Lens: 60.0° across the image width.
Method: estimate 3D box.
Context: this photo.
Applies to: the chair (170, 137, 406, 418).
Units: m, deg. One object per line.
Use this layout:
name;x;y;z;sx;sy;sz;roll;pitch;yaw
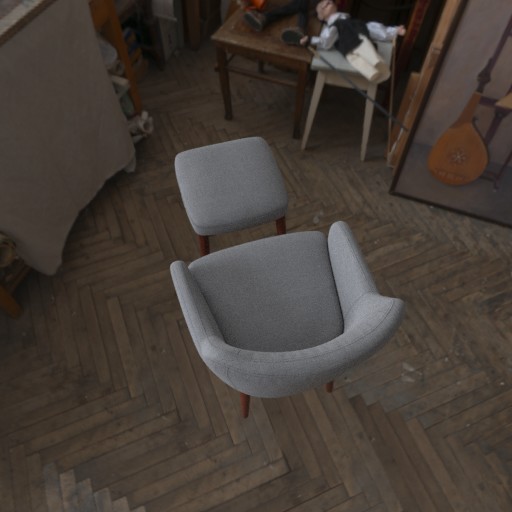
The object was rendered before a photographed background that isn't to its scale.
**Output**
chair;0.000;0.000;1.560;0.584;0.799;1.107;-14;60;-8
